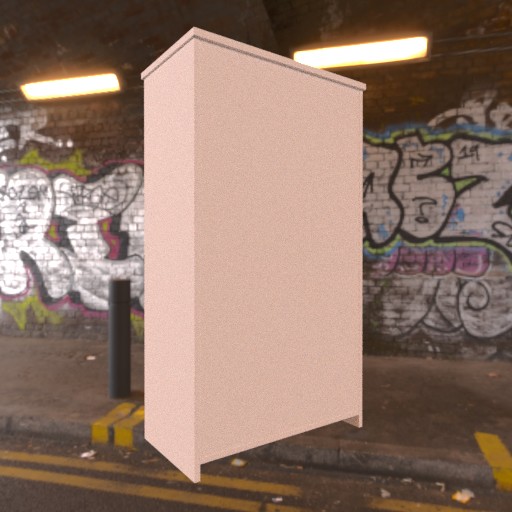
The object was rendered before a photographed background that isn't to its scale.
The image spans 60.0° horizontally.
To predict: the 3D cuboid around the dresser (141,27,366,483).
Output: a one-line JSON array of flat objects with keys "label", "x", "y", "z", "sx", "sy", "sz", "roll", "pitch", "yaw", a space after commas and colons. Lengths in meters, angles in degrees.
[{"label": "dresser", "x": 0.000, "y": 0.000, "z": 1.579, "sx": 0.704, "sy": 1.255, "sz": 0.399, "roll": 0, "pitch": 0, "yaw": -36}]
